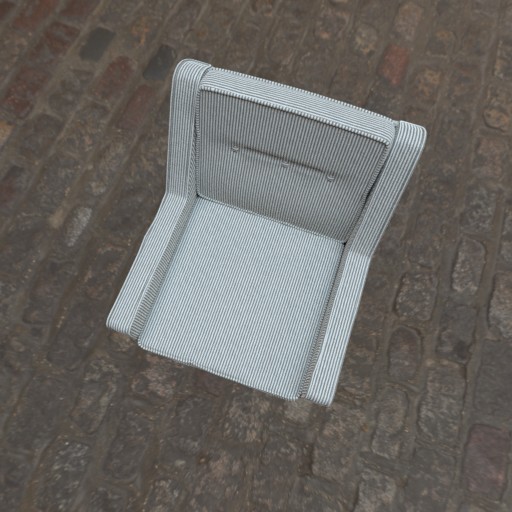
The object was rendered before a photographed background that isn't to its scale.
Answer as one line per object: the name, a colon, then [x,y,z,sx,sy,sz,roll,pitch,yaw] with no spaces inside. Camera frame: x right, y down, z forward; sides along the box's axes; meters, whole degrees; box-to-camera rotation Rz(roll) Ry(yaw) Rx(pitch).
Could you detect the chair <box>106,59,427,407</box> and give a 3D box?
chair: [0.000,0.000,1.357,0.663,0.792,0.743,18,75,5]
